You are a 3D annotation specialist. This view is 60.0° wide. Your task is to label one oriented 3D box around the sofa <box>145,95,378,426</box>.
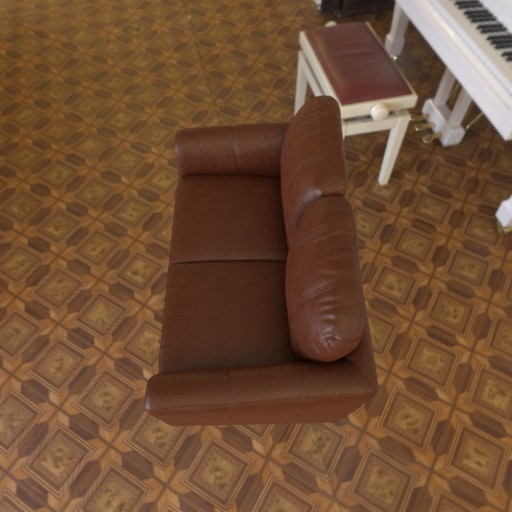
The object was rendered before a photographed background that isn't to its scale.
[{"bbox_3d":[0.000,0.000,1.971,0.805,0.906,1.406,-1,57,-1],"label":"sofa"}]
